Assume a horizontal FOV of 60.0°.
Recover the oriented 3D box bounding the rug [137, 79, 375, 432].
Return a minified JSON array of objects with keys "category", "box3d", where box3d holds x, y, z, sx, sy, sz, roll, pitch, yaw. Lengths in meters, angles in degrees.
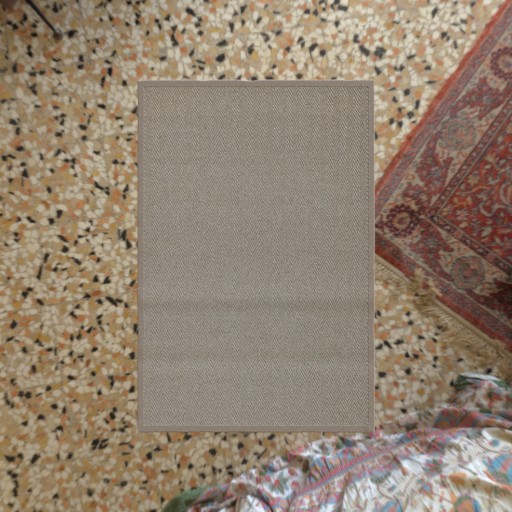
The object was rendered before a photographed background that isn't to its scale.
[{"category":"rug","box3d":[0.000,0.000,2.878,1.540,0.021,2.290,0,90,0]}]
